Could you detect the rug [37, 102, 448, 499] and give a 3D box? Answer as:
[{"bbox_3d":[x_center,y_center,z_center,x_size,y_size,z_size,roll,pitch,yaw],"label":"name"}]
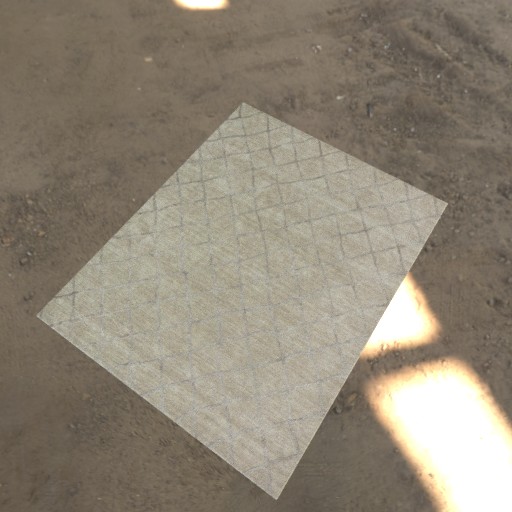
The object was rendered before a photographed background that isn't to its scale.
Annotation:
[{"bbox_3d":[0.000,0.000,4.015,2.420,0.019,3.038,31,66,15],"label":"rug"}]
